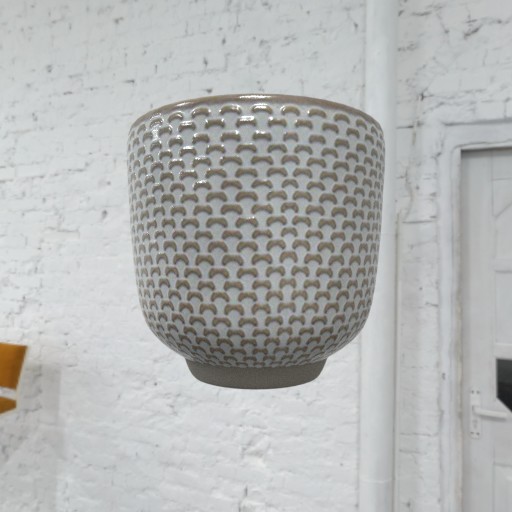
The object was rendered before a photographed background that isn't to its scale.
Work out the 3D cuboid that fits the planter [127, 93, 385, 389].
[{"bbox_3d":[0.000,0.000,0.246,0.139,0.130,0.139,0,-2,0],"label":"planter"}]
